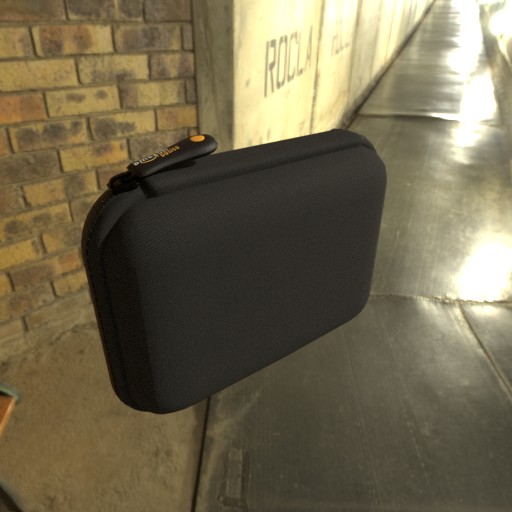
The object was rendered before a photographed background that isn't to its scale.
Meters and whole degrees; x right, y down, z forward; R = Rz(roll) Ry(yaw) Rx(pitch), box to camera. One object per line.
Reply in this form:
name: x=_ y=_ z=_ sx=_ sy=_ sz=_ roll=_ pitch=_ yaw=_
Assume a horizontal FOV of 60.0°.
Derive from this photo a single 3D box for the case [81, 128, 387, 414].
case: x=0.000 y=0.000 z=0.181 sx=0.132 sy=0.105 sz=0.038 roll=-20 pitch=36 yaw=-31
